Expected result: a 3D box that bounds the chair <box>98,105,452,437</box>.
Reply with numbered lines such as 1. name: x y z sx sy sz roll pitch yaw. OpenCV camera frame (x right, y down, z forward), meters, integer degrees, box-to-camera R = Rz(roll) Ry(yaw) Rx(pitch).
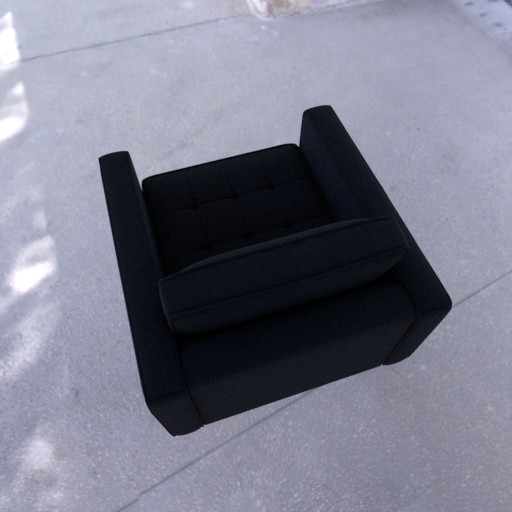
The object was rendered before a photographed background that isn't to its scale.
1. chair: 0.000 0.000 1.567 0.899 0.770 0.920 -16 59 -9
